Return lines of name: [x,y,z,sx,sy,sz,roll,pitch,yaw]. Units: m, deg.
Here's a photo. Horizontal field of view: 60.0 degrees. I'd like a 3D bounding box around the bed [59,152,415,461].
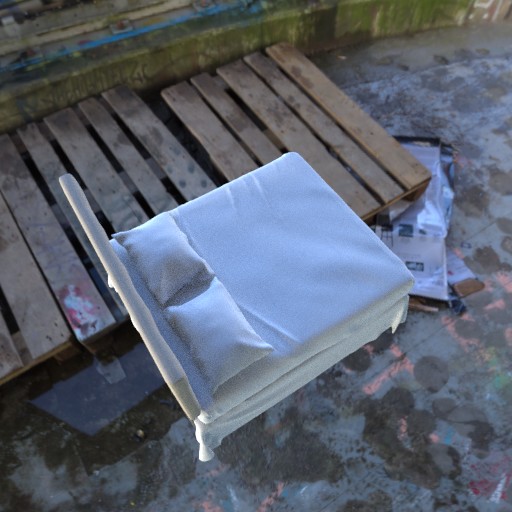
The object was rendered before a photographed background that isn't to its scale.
bed: [0.000,0.000,3.497,2.222,1.577,1.936,-29,63,-16]
